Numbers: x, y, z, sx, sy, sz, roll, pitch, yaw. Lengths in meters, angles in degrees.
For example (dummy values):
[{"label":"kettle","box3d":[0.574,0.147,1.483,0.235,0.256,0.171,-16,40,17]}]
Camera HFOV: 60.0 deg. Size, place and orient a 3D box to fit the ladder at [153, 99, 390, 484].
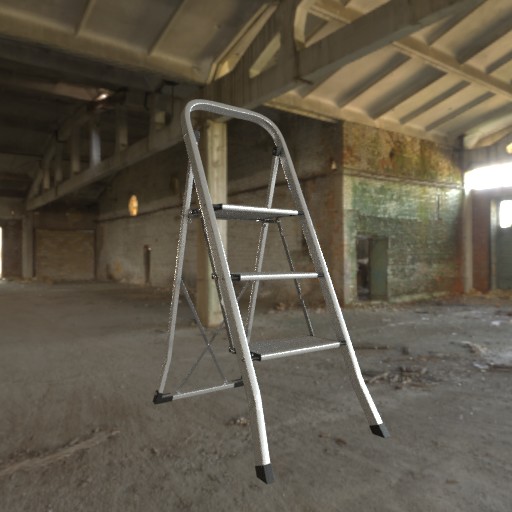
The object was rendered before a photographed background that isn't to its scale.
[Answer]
[{"label":"ladder","box3d":[0.000,0.000,1.455,0.465,1.070,0.704,0,0,-37]}]
